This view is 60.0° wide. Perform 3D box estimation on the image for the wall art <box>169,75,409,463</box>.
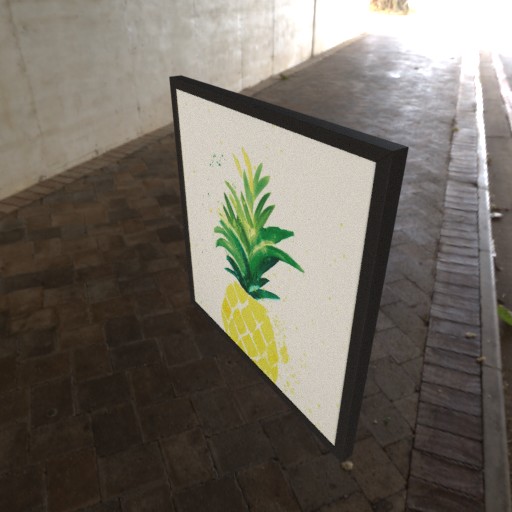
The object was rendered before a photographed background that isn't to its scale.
[{"bbox_3d":[0.000,0.000,1.132,0.037,0.760,0.762,-20,37,-29],"label":"wall art"}]
